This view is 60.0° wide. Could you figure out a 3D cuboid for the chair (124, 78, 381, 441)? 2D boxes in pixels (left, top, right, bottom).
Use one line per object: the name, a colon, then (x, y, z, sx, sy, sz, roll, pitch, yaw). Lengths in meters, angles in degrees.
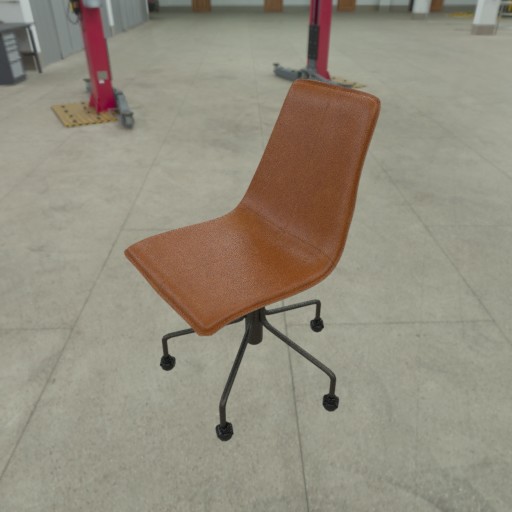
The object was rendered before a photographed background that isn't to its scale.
chair: (0.000, 0.000, 1.348, 0.660, 0.920, 0.651, -22, 38, -31)
